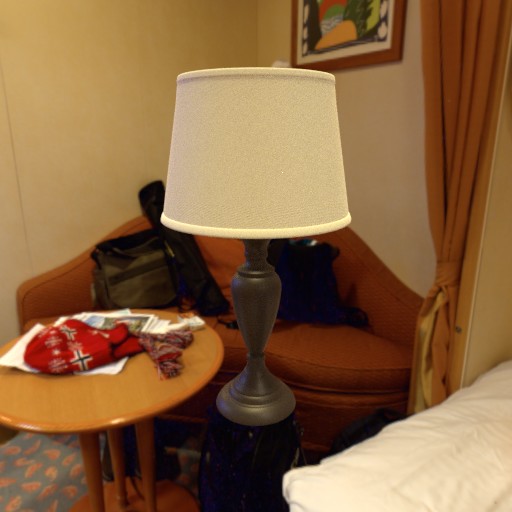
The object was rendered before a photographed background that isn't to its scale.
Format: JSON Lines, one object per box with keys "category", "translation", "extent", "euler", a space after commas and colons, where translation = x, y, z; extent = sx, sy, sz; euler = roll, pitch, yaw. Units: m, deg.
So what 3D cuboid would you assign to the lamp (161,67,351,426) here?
{"category": "lamp", "translation": [0.000, 0.000, 0.815], "extent": [0.335, 0.611, 0.335], "euler": [0, 16, 0]}
